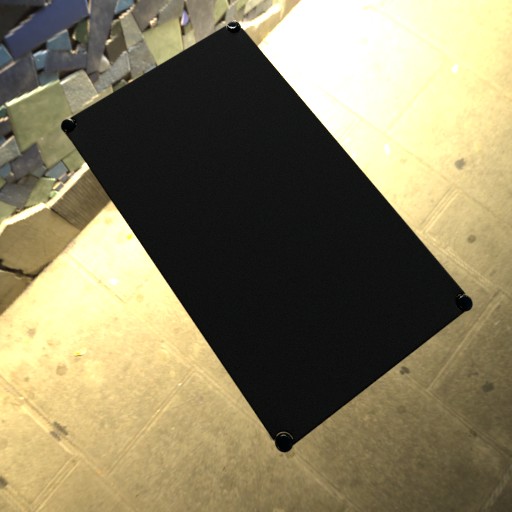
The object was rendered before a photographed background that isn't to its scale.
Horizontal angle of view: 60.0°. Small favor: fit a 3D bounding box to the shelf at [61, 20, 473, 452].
[{"bbox_3d":[0.000,0.000,0.923,0.338,0.564,0.589,-35,78,-8],"label":"shelf"}]
